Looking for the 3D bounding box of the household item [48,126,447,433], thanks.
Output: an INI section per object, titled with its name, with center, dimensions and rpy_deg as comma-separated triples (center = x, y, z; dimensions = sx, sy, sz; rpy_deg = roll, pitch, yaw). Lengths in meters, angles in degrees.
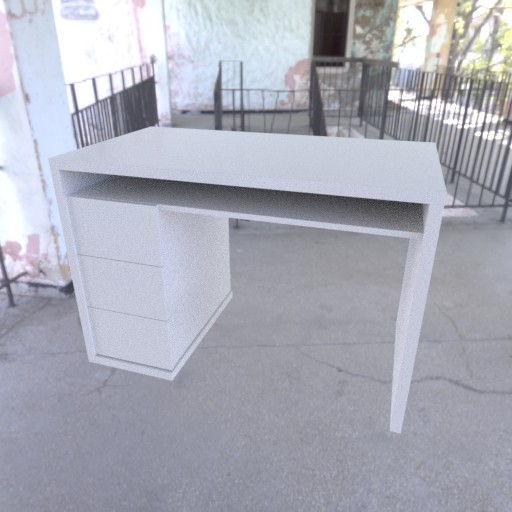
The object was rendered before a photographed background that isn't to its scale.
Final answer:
[household item]
center = 0.000, 0.000, 1.574
dimensions = 1.100, 0.749, 0.597
rpy_deg = 8, 26, 16
